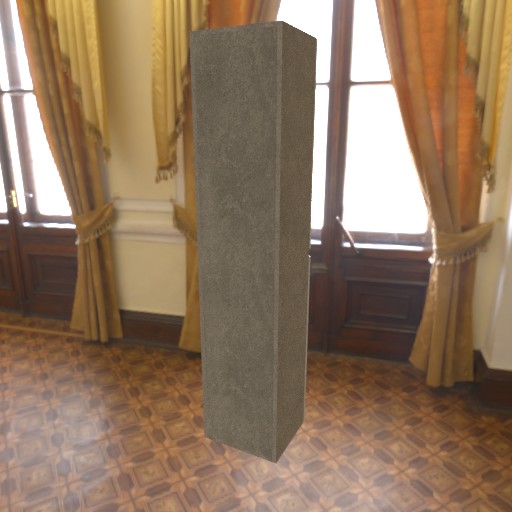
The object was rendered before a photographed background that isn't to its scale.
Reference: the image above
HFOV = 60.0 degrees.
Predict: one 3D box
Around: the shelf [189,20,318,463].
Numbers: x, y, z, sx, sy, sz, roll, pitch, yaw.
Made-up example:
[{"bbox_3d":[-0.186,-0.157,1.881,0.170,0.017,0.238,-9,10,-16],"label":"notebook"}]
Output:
[{"bbox_3d":[0.000,0.000,1.541,0.300,1.400,0.270,8,18,27],"label":"shelf"}]
